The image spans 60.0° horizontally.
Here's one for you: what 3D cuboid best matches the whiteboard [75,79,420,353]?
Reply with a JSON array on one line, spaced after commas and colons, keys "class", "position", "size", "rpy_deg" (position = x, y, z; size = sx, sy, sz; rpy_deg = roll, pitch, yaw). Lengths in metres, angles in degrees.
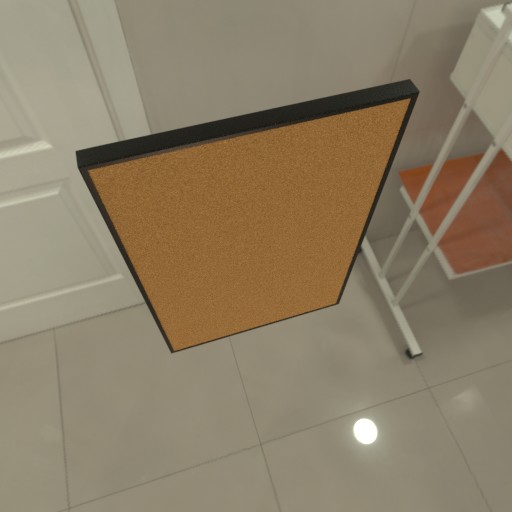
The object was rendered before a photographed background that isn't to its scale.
[{"class": "whiteboard", "position": [0.000, 0.000, 0.770], "size": [0.406, 0.611, 0.026], "rpy_deg": [-15, 60, -9]}]
